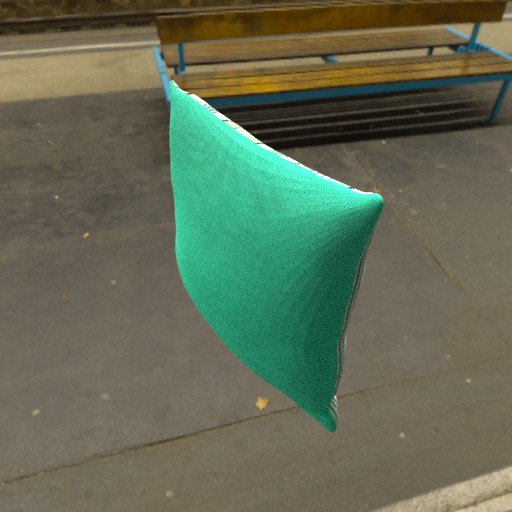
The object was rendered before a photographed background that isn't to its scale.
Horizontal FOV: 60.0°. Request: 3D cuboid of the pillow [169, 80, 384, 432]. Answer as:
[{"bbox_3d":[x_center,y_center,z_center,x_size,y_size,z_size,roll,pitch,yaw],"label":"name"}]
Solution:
[{"bbox_3d":[0.000,0.000,0.701,0.182,0.441,0.440,-27,48,-27],"label":"pillow"}]
